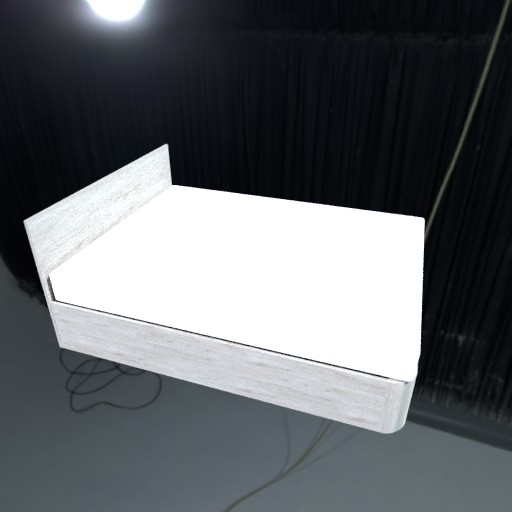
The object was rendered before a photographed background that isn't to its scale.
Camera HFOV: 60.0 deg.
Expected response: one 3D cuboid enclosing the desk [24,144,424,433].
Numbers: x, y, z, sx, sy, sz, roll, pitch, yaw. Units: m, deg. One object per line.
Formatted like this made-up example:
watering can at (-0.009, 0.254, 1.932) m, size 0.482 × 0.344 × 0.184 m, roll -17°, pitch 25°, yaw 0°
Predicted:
desk at (0.000, 0.000, 2.652) m, size 1.900 × 0.800 × 1.400 m, roll 10°, pitch 31°, yaw 16°
